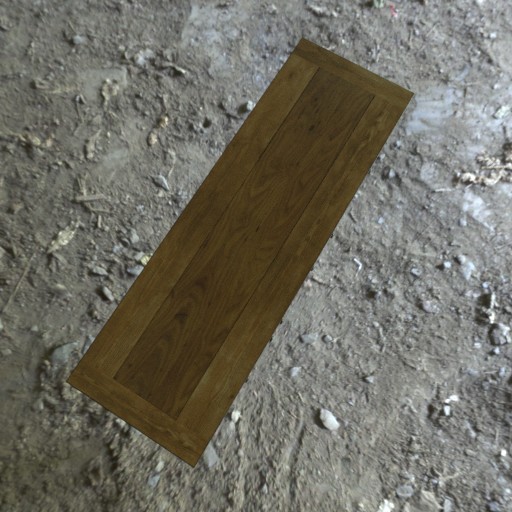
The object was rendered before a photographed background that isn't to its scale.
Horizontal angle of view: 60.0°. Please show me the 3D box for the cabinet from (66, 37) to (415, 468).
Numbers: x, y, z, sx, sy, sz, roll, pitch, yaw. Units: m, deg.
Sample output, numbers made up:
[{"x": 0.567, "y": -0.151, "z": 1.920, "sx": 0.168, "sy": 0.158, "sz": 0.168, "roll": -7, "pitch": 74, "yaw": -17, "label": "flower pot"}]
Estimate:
[{"x": 0.000, "y": 0.000, "z": 1.885, "sx": 0.480, "sy": 0.813, "sz": 1.474, "roll": 30, "pitch": 77, "yaw": 8, "label": "cabinet"}]
